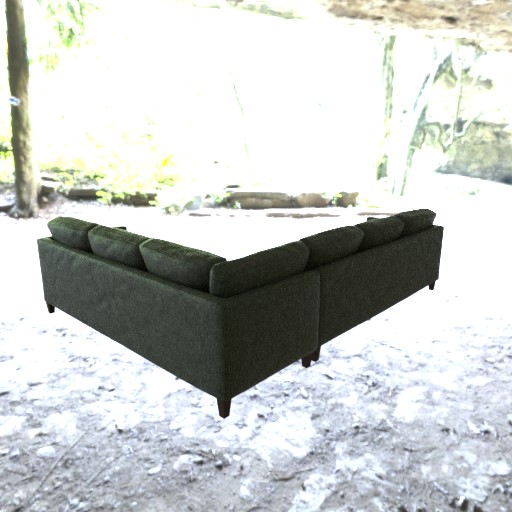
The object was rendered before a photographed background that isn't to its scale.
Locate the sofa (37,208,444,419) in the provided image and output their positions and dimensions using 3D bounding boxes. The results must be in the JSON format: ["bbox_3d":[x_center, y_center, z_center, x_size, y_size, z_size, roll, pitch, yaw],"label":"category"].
[{"bbox_3d":[0.000,0.000,4.489,2.593,0.947,3.302,13,20,41],"label":"sofa"}]
